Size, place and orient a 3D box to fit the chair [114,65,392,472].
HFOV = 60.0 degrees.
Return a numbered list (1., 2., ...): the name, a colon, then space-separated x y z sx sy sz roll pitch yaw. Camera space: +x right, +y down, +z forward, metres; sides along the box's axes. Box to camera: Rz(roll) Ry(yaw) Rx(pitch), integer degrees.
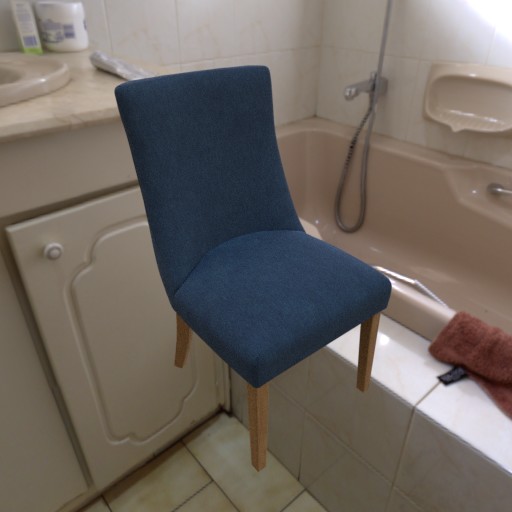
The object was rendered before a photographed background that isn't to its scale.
1. chair: 0.000 0.000 1.245 0.495 0.902 0.609 -23 39 -32
